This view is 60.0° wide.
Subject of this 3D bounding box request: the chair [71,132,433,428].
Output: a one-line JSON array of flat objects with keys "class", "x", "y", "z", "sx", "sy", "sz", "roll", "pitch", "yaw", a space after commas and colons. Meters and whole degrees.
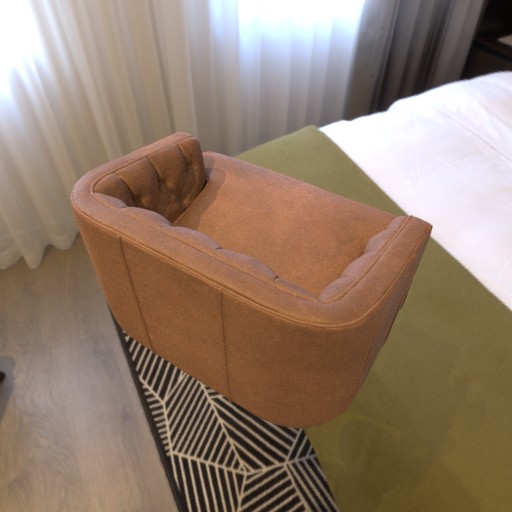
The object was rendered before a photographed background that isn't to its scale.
[{"class": "chair", "x": 0.000, "y": 0.000, "z": 1.719, "sx": 1.118, "sy": 0.787, "sz": 0.914, "roll": 25, "pitch": 51, "yaw": 22}]
